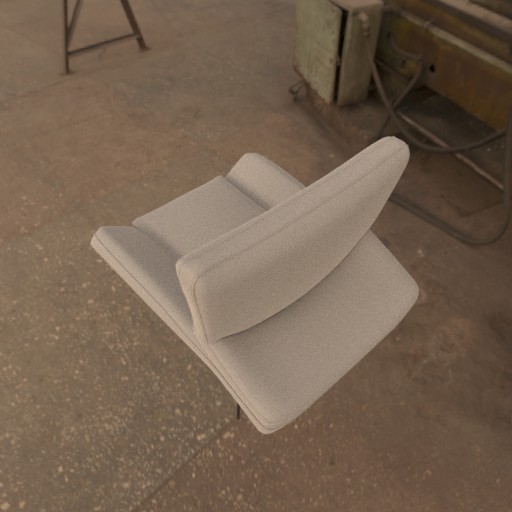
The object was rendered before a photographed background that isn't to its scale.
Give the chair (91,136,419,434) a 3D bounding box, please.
[{"bbox_3d":[0.000,0.000,1.630,0.859,0.855,1.008,-33,55,-27],"label":"chair"}]
